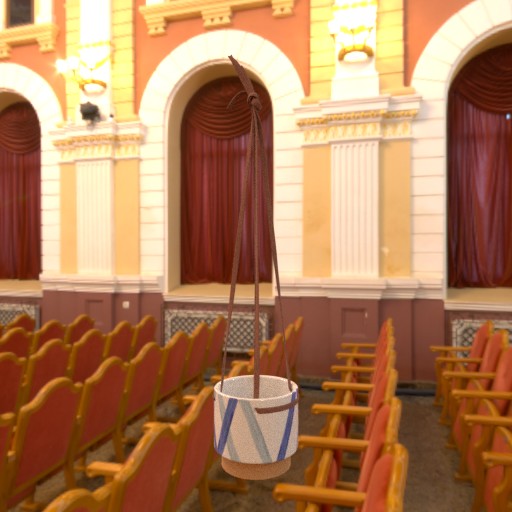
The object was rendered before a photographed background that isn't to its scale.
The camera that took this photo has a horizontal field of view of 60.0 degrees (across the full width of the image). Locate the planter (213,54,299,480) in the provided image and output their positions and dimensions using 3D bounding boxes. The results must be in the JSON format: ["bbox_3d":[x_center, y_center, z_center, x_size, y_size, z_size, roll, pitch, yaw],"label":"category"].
[{"bbox_3d":[0.000,0.000,0.807,0.157,0.753,0.153,0,0,17],"label":"planter"}]
